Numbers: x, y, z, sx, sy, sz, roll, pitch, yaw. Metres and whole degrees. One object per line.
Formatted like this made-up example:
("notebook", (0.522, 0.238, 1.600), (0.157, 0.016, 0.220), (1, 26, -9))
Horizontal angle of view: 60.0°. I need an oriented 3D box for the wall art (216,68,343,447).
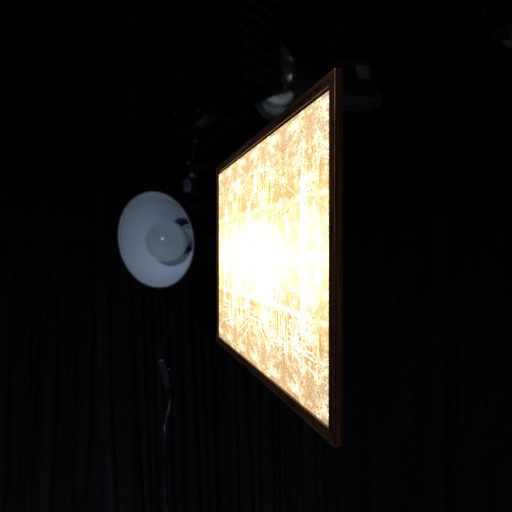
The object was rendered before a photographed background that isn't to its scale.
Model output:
("wall art", (0.000, 0.000, 1.044), (0.014, 0.559, 0.816), (0, 1, -17))
